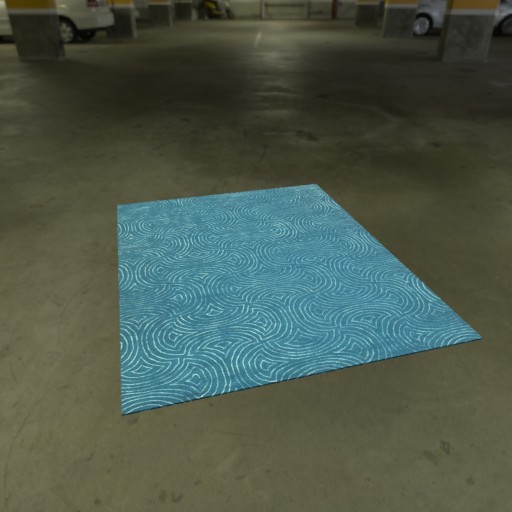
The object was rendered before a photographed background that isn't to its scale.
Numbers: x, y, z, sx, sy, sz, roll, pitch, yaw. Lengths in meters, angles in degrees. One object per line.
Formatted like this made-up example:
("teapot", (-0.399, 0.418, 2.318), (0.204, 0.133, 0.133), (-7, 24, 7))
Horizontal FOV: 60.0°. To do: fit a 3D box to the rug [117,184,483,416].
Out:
("rug", (0.000, 0.000, 4.058), (2.432, 0.012, 3.033), (-8, 31, -13))
